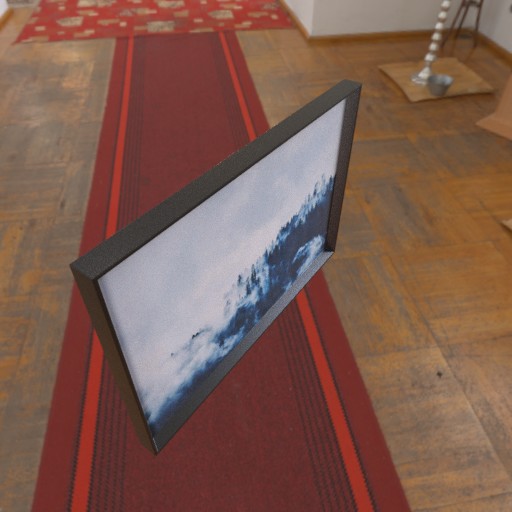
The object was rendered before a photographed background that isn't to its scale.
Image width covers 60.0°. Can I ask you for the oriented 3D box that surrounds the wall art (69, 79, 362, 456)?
[{"bbox_3d":[0.000,0.000,1.188,0.058,0.640,0.939,26,49,25],"label":"wall art"}]
